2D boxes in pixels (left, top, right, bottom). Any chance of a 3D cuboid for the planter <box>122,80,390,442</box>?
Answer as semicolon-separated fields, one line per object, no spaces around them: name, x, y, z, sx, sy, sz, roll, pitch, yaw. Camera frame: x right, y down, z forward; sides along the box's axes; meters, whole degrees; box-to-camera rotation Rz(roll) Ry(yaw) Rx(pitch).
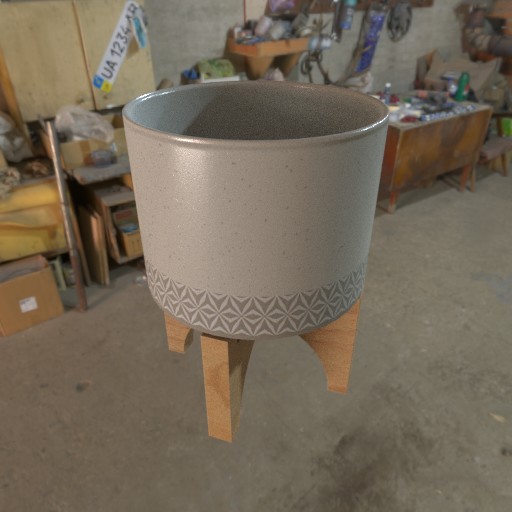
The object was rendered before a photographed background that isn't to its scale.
planter;0.000;0.000;0.267;0.130;0.178;0.130;0;31;0
